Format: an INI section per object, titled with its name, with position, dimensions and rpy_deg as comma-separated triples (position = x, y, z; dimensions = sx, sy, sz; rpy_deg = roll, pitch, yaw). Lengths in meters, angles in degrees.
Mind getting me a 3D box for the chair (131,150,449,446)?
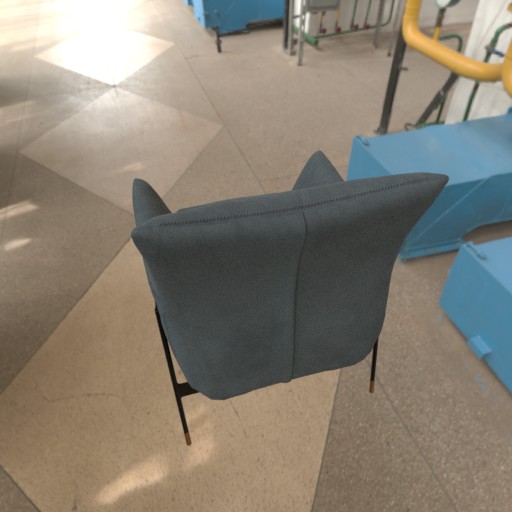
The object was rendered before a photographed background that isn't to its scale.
[chair]
position = 0.000, 0.000, 1.391
dimensions = 0.678, 0.858, 0.709
rpy_deg = -11, 43, -12
